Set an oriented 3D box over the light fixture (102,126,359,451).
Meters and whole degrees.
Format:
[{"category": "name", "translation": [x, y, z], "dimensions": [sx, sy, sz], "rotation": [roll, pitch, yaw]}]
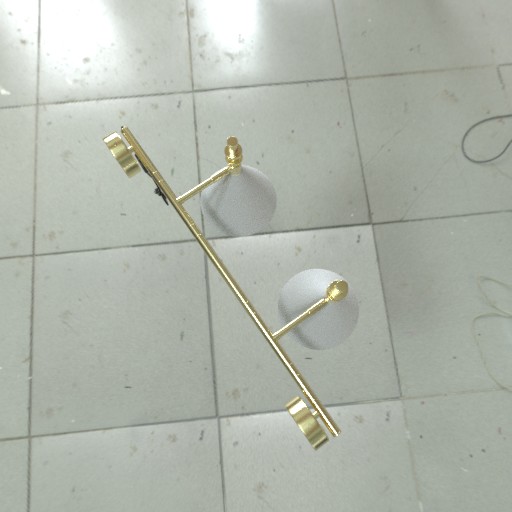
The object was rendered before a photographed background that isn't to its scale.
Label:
[{"category": "light fixture", "translation": [0.000, 0.000, 0.872], "dimensions": [0.239, 0.468, 0.642], "rotation": [-34, 78, -8]}]
